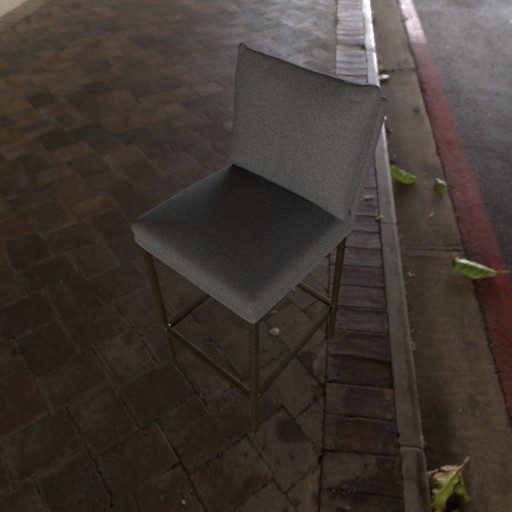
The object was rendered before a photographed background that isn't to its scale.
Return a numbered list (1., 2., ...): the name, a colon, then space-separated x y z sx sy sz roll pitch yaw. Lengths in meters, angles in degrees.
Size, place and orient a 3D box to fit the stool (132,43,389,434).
1. stool: 0.000 0.000 1.433 0.463 1.130 0.569 31 53 27
